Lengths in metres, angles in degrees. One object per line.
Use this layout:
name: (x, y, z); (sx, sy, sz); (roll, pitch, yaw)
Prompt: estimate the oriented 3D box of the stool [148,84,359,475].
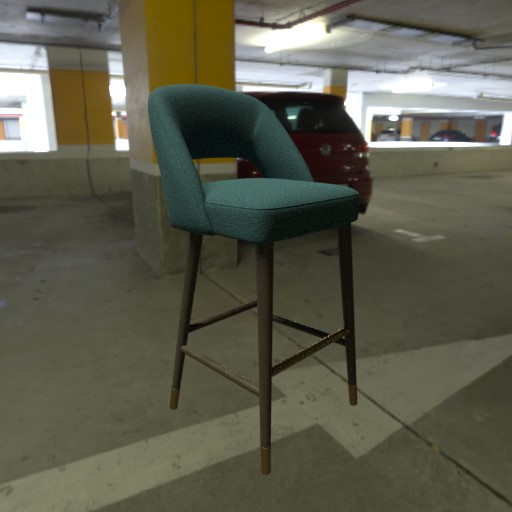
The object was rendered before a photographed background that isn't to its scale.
stool: (0.000, 0.000, 1.380); (0.522, 1.032, 0.536); (14, 21, 42)
